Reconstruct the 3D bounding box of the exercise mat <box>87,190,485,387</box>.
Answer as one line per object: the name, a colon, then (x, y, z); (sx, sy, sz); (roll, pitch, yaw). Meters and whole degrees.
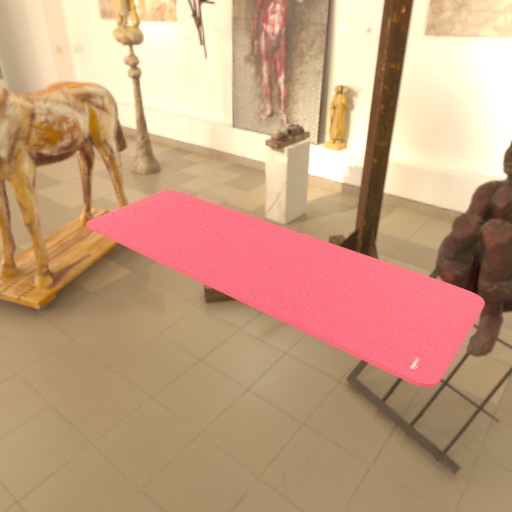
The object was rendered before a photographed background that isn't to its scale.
exercise mat: (0.000, 0.000, 2.070); (1.884, 0.021, 0.616); (22, 37, 32)
